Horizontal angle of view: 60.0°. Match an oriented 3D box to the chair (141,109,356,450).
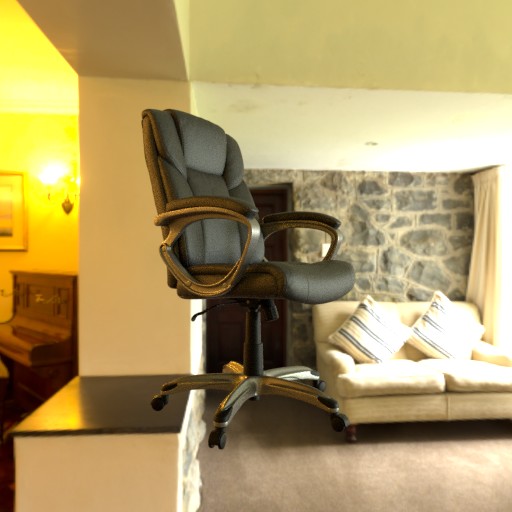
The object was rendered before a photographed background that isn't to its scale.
[{"bbox_3d":[0.000,0.000,1.628,0.719,1.130,0.721,0,0,36],"label":"chair"}]
